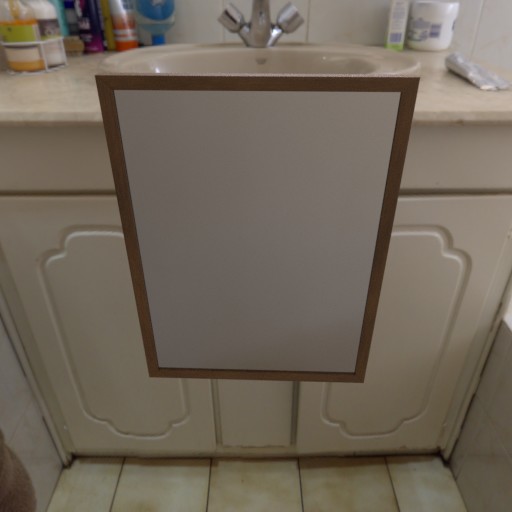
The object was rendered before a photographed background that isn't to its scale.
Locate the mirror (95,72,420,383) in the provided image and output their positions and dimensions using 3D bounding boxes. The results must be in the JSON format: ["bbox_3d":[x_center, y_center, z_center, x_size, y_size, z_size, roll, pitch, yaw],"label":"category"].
[{"bbox_3d":[0.000,0.000,1.322,0.762,1.016,0.040,1,32,2],"label":"mirror"}]
